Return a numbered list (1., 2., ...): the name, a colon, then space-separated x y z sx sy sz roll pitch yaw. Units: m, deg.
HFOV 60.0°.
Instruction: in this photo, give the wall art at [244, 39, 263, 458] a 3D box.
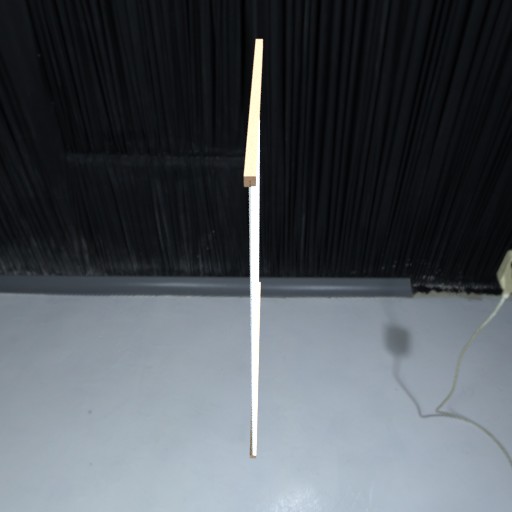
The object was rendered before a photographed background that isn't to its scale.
1. wall art: 0.000 0.000 0.804 0.012 0.608 0.459 1 41 1
